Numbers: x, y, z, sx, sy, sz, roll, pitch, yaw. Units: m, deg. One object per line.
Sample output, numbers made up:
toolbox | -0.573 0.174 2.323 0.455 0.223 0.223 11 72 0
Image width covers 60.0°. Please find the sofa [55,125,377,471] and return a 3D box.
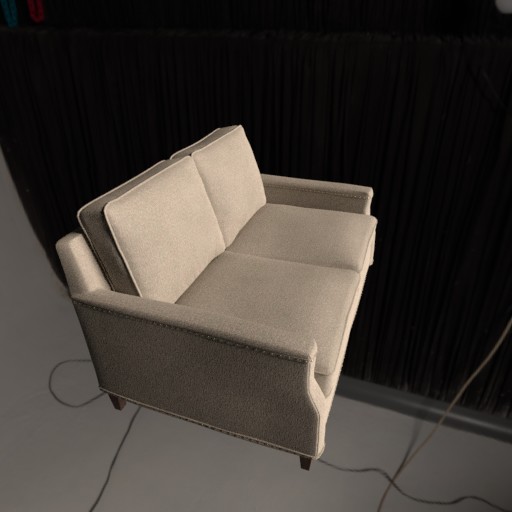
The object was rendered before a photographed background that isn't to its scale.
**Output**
sofa | 0.000 0.000 2.273 1.084 1.003 1.597 10 31 17
